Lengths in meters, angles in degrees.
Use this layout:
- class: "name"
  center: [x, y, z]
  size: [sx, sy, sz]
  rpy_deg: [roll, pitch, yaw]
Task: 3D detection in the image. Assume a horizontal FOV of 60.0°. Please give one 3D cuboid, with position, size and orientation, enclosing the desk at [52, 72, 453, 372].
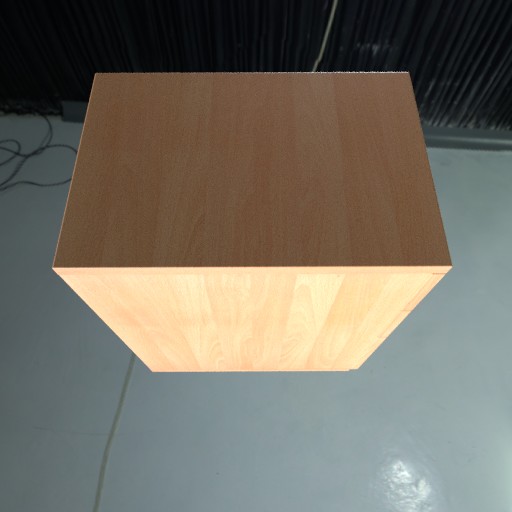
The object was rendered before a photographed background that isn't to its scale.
- class: "desk"
  center: [0.000, 0.000, 1.067]
  size: [0.600, 0.730, 0.404]
  rpy_deg: [0, 63, 0]
